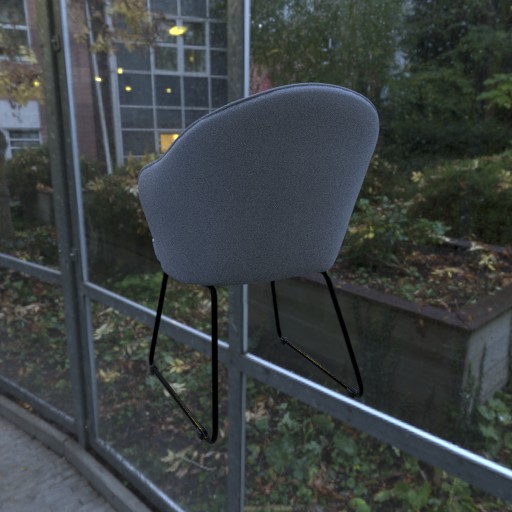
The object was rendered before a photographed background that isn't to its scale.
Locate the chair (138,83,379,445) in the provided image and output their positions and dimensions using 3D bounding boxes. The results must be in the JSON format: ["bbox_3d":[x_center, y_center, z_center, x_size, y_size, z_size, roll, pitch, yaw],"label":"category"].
[{"bbox_3d":[0.000,0.000,1.207,0.570,0.817,0.592,-7,16,-27],"label":"chair"}]
